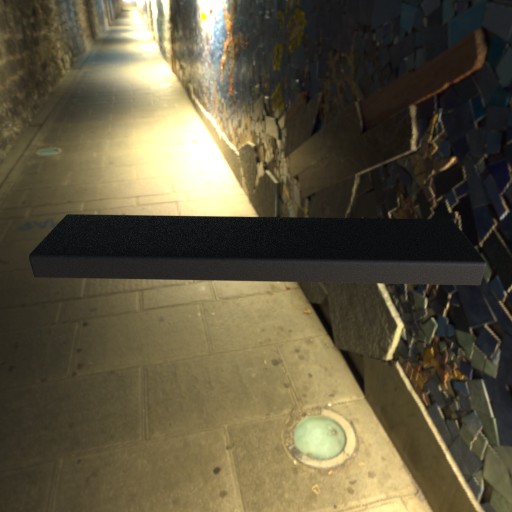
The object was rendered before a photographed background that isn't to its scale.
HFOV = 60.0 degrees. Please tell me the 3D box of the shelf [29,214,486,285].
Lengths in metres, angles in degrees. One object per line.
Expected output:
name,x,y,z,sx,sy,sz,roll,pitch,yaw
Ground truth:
shelf,0.000,0.000,0.495,0.456,0.053,0.102,1,31,2
